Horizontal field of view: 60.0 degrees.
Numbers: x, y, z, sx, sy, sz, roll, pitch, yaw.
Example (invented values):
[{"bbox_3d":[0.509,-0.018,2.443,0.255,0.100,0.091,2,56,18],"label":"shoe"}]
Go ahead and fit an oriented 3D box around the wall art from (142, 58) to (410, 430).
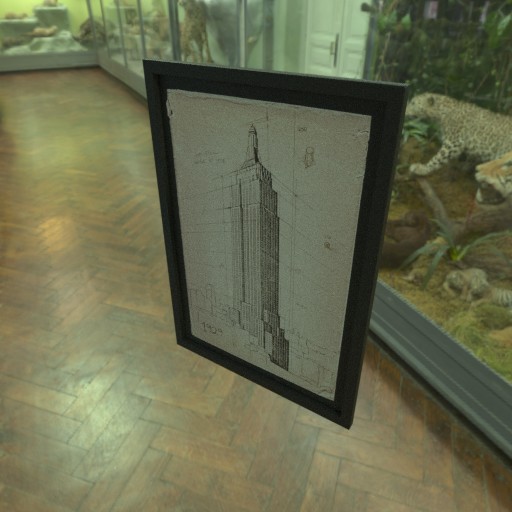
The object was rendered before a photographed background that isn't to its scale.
[{"bbox_3d":[0.000,0.000,0.551,0.303,0.431,0.013,19,36,28],"label":"wall art"}]
